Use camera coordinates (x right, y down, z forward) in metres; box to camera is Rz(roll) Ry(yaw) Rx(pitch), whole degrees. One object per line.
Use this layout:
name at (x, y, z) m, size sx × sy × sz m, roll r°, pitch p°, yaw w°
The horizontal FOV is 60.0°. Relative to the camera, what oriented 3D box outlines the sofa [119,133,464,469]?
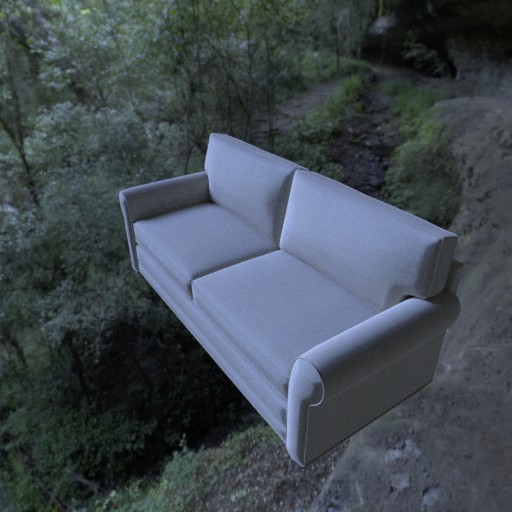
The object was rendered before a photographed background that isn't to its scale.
sofa at (0.000, 0.000, 2.602) m, size 0.901 × 0.962 × 2.146 m, roll -19°, pitch 36°, yaw -29°
